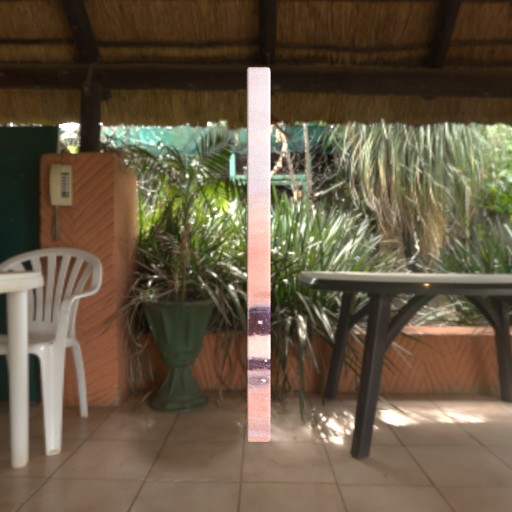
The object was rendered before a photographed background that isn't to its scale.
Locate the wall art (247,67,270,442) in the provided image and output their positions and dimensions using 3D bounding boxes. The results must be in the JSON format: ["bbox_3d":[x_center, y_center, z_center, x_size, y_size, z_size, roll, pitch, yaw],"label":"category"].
[{"bbox_3d":[0.000,0.000,1.174,0.038,0.609,0.913,0,0,-1],"label":"wall art"}]
